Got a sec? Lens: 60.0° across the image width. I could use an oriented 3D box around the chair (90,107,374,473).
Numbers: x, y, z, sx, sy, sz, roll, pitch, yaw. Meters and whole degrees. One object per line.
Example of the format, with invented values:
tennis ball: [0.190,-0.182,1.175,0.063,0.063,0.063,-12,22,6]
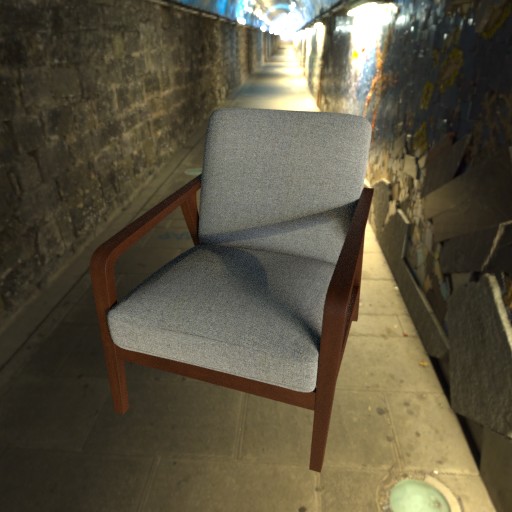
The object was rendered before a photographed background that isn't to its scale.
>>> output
chair: [0.000,0.000,1.484,0.704,0.847,0.858,9,28,17]
